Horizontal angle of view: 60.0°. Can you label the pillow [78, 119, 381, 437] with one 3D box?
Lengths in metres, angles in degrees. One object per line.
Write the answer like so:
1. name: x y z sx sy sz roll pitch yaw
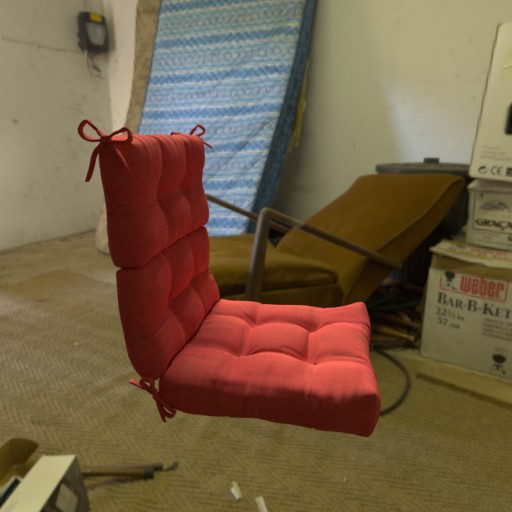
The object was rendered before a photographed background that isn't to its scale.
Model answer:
1. pillow: 0.000 0.000 1.038 0.571 0.605 0.519 3 16 10
